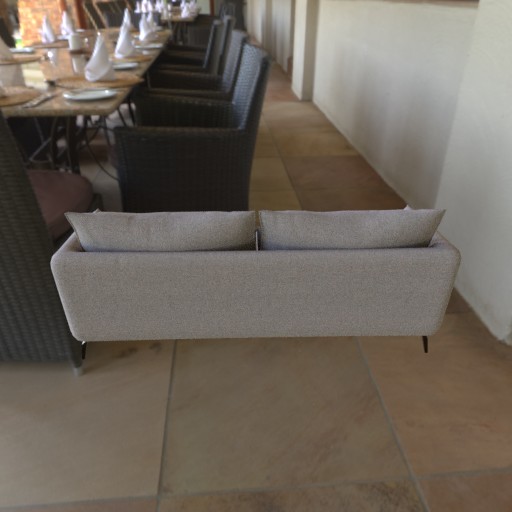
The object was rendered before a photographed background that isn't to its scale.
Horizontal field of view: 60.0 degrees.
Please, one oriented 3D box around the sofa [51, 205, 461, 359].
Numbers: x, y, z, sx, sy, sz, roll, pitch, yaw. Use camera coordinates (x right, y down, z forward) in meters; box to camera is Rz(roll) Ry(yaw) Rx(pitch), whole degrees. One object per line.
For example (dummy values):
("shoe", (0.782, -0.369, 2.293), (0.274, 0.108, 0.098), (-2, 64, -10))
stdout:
("sofa", (0.000, 0.000, 2.449), (2.022, 0.833, 0.809), (-1, 31, -1))
